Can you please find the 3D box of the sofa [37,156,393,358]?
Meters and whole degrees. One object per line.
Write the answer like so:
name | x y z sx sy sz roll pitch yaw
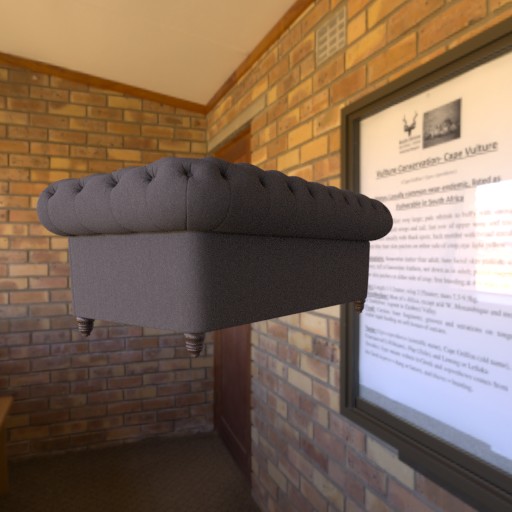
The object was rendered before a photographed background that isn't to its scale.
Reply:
sofa | 0.000 0.000 2.474 0.986 0.764 1.998 0 0 36
